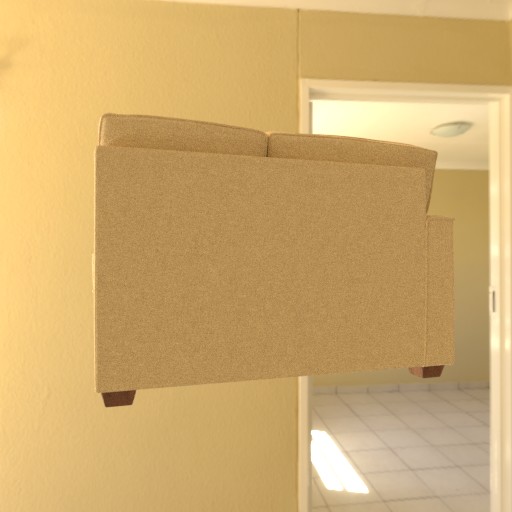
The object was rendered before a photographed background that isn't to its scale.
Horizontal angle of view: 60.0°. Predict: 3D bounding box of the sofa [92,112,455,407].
[{"bbox_3d":[0.000,0.000,2.028,1.388,0.989,0.991,0,0,-17],"label":"sofa"}]
